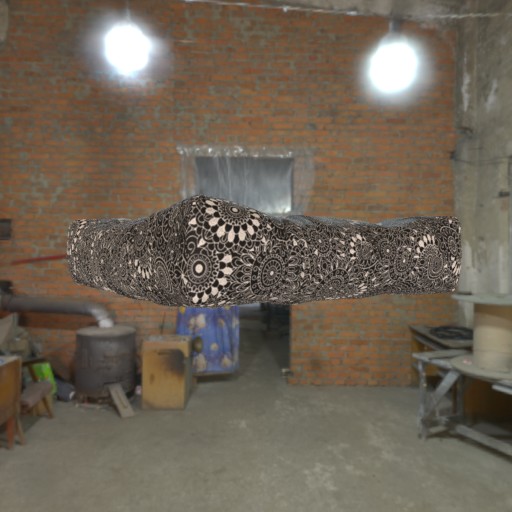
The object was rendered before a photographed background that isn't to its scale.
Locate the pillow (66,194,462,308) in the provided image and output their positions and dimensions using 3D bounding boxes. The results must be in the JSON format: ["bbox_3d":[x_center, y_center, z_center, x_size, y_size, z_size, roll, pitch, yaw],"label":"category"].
[{"bbox_3d":[0.000,0.000,0.725,0.490,0.128,0.468,0,0,-36],"label":"pillow"}]
